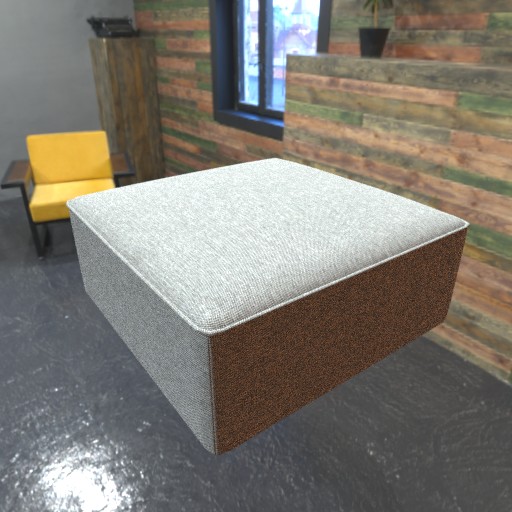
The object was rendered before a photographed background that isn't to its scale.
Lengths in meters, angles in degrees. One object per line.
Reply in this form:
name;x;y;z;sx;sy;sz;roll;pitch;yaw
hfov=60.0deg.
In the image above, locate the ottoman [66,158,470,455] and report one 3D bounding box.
ottoman;0.000;0.000;1.587;1.005;0.455;1.005;-19;32;-32
